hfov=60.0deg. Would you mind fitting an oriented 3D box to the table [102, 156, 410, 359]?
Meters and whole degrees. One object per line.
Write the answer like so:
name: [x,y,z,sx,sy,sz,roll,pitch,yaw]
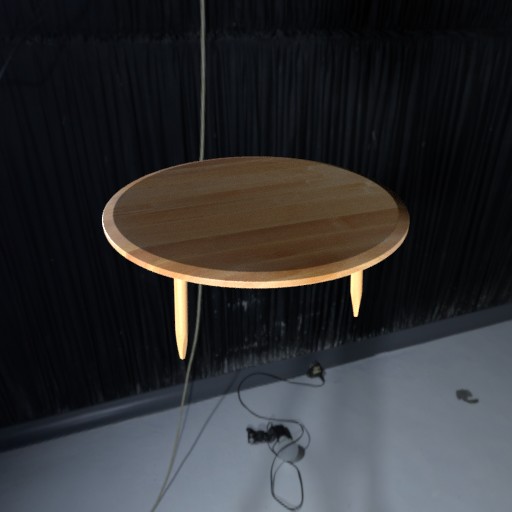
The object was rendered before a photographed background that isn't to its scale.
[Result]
table: [0.000,0.000,1.452,0.900,0.400,0.900,0,30,0]
